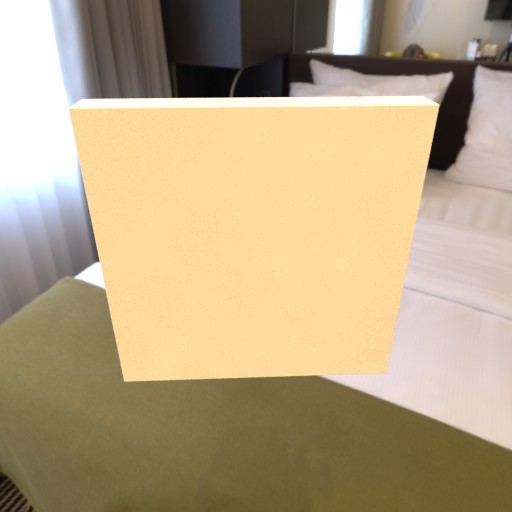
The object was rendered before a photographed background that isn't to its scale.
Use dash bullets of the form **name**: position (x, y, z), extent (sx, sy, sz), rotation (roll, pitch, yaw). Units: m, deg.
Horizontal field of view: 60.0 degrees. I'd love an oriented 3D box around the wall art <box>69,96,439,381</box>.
- **wall art**: position (0.000, 0.000, 0.456), extent (0.305, 0.305, 0.038), rotation (-1, 30, -2)
